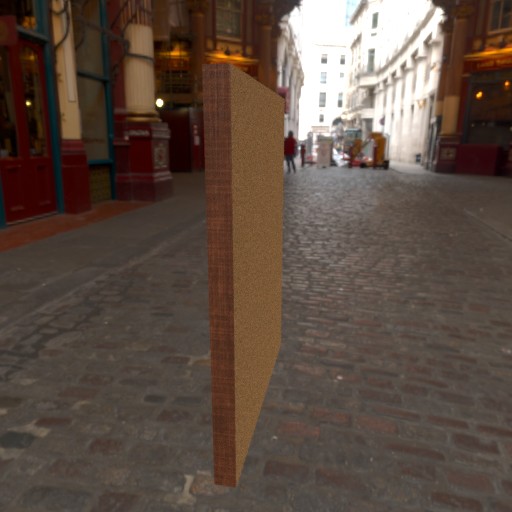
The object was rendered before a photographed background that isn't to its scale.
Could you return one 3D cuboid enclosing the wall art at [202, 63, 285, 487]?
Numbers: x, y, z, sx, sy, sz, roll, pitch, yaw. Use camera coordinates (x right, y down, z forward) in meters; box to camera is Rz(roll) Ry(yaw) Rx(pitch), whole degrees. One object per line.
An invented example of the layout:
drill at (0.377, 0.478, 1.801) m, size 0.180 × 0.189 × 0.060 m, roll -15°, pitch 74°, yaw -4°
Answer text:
wall art at (0.000, 0.000, 0.791) m, size 0.033 × 0.567 × 0.467 m, roll 3°, pitch 15°, yaw 11°
